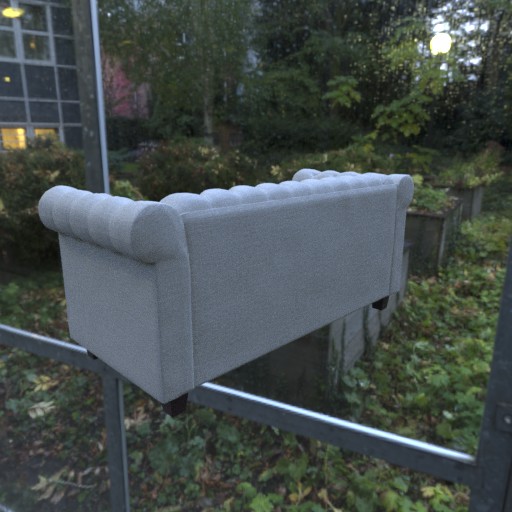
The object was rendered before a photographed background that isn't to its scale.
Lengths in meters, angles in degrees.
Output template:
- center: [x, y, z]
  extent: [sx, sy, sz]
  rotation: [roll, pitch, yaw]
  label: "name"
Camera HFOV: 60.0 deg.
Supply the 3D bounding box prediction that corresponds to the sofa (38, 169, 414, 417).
- center: [0.000, 0.000, 2.248]
  extent: [0.783, 0.797, 1.798]
  rotation: [14, 20, 43]
  label: "sofa"
